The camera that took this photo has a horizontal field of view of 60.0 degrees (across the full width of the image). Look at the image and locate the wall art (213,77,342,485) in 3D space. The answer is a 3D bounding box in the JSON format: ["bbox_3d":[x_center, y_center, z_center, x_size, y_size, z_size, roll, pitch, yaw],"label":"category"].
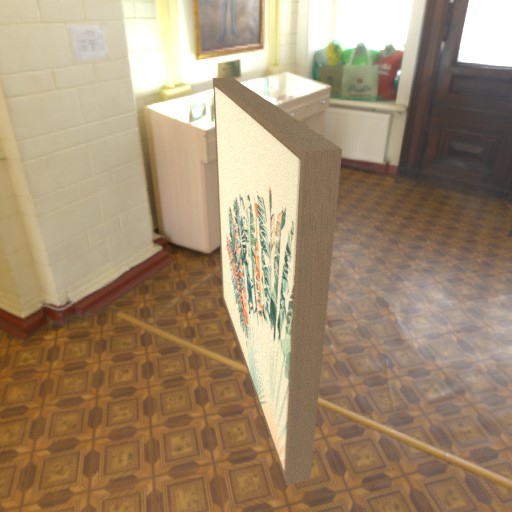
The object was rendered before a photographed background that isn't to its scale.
[{"bbox_3d":[0.000,0.000,0.758,0.038,0.506,0.508,-7,30,-13],"label":"wall art"}]
